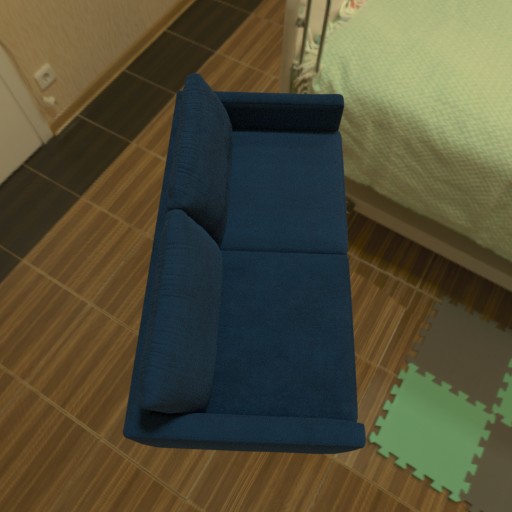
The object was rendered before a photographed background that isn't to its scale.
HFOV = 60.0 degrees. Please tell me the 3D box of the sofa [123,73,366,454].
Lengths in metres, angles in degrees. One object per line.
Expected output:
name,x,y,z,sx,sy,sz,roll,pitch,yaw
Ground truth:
sofa,0.000,0.000,2.078,0.875,0.817,1.676,2,64,1
